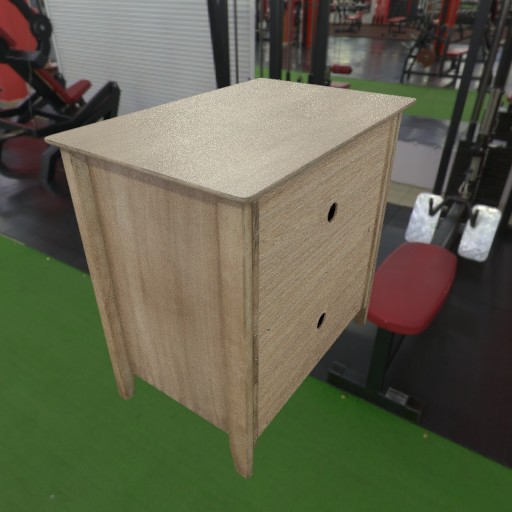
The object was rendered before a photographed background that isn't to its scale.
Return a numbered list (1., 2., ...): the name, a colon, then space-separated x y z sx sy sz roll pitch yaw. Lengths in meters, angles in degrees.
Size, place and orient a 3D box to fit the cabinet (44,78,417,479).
1. cabinet: 0.000 0.000 1.220 0.503 0.762 0.763 21 38 29
